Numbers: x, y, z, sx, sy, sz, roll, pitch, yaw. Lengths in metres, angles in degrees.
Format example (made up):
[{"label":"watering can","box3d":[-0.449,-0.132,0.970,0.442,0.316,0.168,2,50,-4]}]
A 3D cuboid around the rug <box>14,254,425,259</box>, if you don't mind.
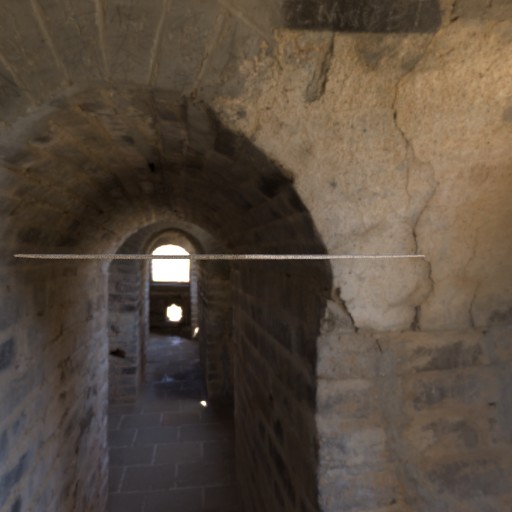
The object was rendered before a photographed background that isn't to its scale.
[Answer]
[{"label":"rug","box3d":[0.000,0.000,2.264,1.211,0.018,1.822,0,0,35]}]
